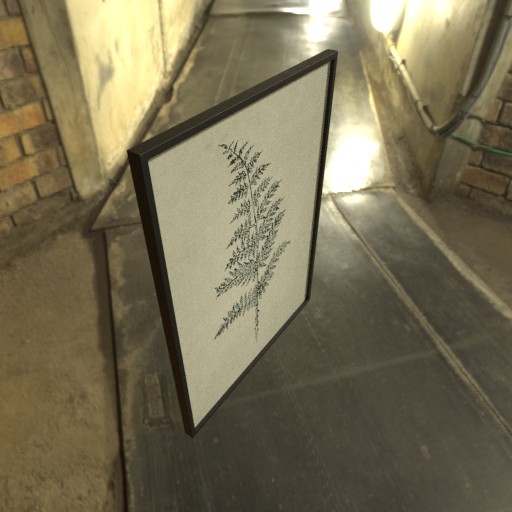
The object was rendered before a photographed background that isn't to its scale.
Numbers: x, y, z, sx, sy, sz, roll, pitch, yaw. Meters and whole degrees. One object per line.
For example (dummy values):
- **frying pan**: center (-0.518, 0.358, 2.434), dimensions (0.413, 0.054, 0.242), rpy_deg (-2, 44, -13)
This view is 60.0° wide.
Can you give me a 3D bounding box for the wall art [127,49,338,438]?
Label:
- **wall art**: center (0.000, 0.000, 1.430), dimensions (0.036, 1.070, 0.802), rpy_deg (25, 46, 26)
